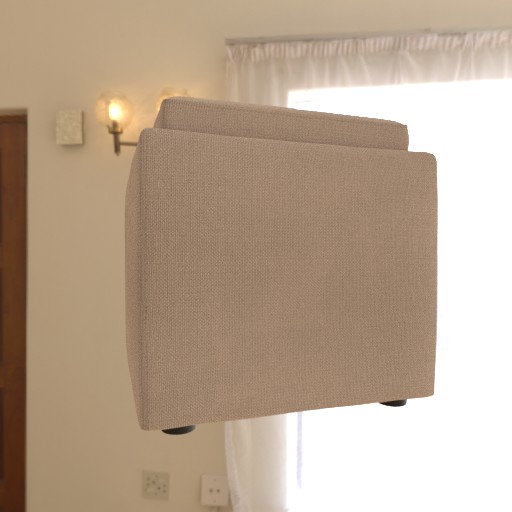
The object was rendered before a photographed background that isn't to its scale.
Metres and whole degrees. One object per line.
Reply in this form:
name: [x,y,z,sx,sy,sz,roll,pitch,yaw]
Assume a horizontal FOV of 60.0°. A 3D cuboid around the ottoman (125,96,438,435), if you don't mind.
ottoman: [0.000,0.000,0.806,0.450,0.460,0.451,0,0,-18]
